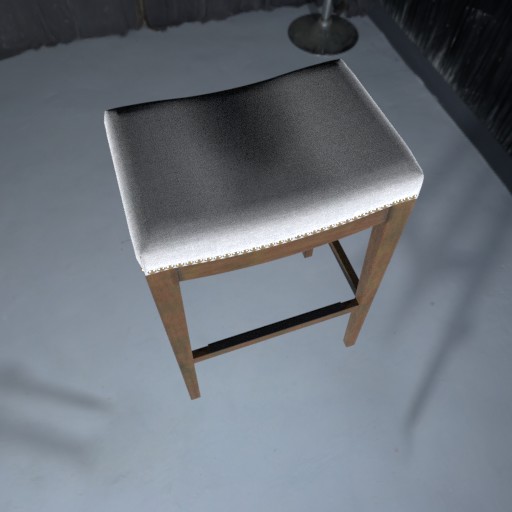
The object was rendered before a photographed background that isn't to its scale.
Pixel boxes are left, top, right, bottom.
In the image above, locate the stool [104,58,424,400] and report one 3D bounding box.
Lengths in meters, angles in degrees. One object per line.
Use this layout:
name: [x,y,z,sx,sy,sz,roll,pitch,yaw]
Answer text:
stool: [0.000,0.000,1.064,0.508,0.762,0.356,-16,60,-10]
